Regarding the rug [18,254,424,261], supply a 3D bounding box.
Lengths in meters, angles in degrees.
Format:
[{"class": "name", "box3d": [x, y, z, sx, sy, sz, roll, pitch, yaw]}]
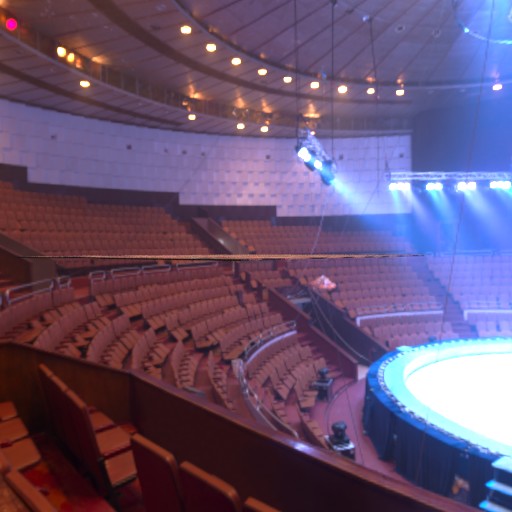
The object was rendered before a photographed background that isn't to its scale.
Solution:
[{"class": "rug", "box3d": [0.000, 0.000, 2.895, 1.522, 0.010, 2.311, 0, 1, 36]}]
